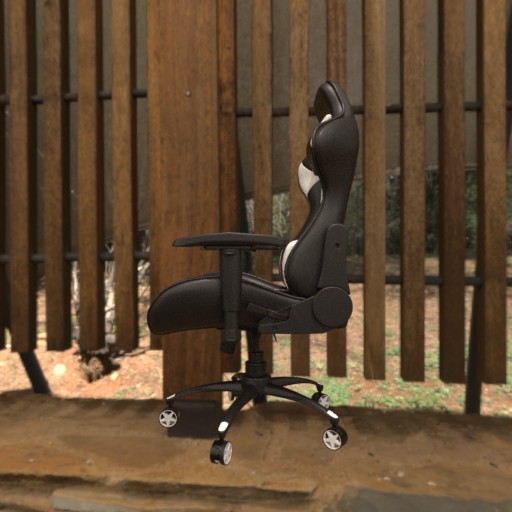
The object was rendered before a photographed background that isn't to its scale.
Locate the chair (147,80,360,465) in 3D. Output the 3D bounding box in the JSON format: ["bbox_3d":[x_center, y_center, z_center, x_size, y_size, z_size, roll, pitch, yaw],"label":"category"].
[{"bbox_3d":[0.000,0.000,1.677,0.695,1.285,0.730,0,0,1],"label":"chair"}]
